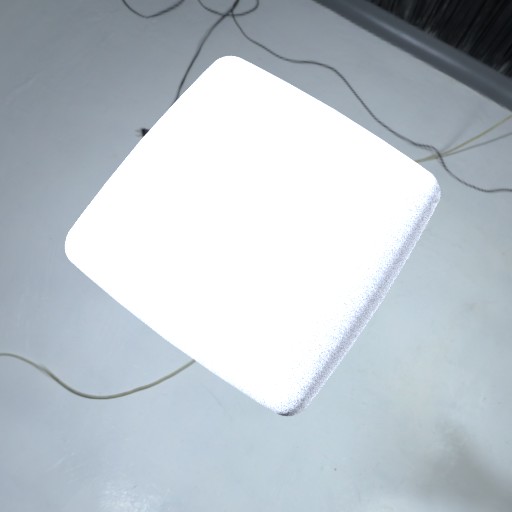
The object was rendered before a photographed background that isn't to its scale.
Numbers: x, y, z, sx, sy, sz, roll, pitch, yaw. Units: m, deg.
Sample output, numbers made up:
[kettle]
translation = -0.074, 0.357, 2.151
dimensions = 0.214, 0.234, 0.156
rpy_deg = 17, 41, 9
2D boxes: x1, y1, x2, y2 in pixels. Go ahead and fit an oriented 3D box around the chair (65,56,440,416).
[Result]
[chair]
translation = 0.000, 0.000, 0.698
dimensions = 0.350, 0.440, 0.350
rpy_deg = 34, 78, 9
